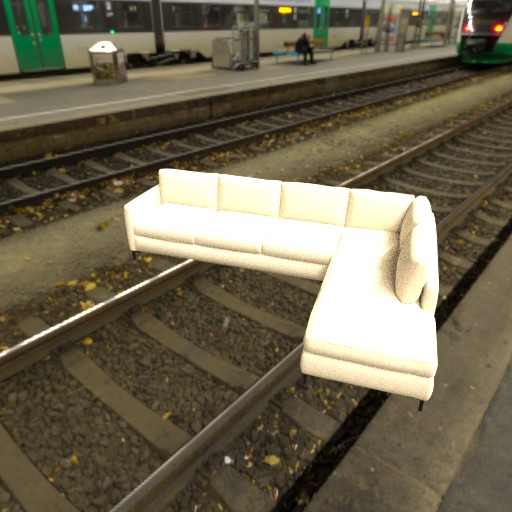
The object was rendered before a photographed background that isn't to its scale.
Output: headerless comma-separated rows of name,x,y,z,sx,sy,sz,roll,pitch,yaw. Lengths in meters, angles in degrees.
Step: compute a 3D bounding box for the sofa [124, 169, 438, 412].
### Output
sofa,0.000,0.000,3.855,2.949,0.815,2.007,9,29,16
